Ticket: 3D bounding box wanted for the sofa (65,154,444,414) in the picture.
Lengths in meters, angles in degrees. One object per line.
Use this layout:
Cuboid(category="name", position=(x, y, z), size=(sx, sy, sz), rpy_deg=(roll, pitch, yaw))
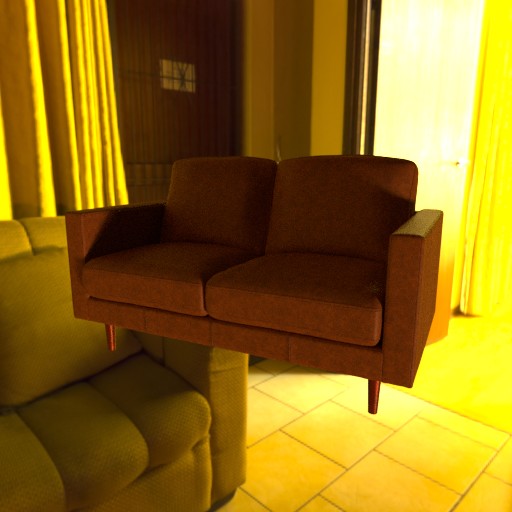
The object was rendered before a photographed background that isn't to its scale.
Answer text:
Cuboid(category="sofa", position=(0.000, 0.000, 2.121), size=(1.578, 0.951, 0.909), rpy_deg=(6, 13, 26))
